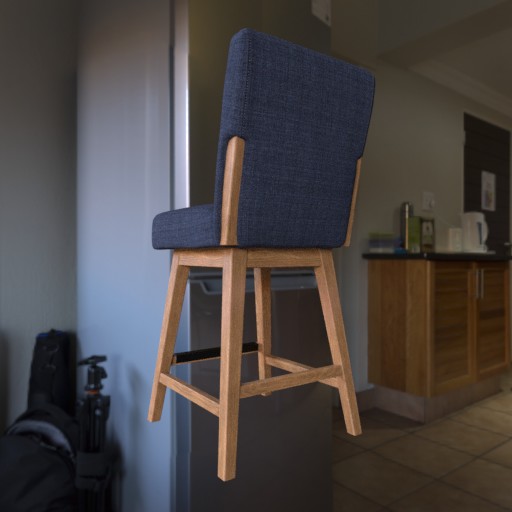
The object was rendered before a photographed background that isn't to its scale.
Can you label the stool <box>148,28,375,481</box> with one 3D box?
[{"bbox_3d":[0.000,0.000,1.285,0.459,1.010,0.526,0,1,-35],"label":"stool"}]
